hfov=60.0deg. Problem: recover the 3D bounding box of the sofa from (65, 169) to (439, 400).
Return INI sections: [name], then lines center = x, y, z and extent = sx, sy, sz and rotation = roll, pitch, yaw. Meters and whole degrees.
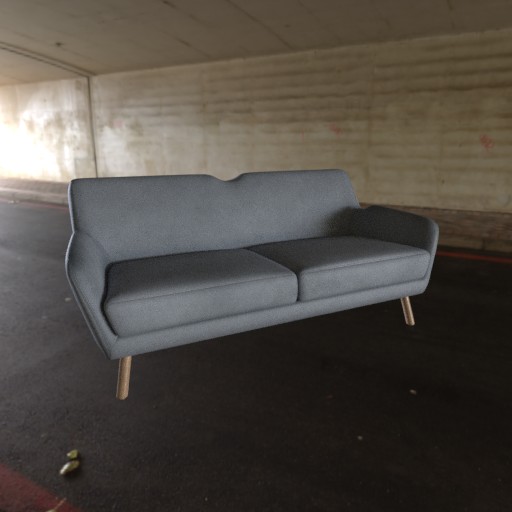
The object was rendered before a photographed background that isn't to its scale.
[sofa]
center = 0.000, 0.000, 2.316
extent = 1.870, 0.810, 0.850
rotation = -8, 16, -27
